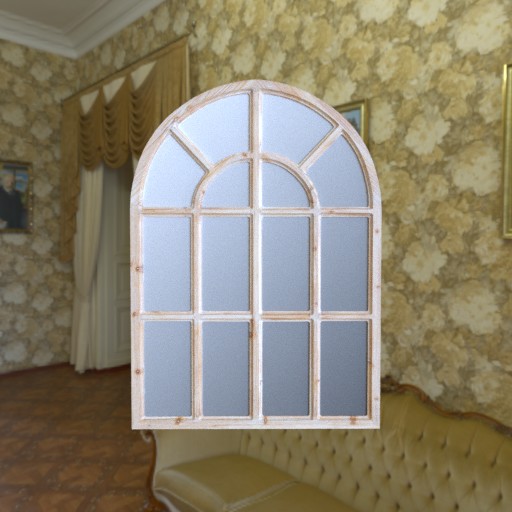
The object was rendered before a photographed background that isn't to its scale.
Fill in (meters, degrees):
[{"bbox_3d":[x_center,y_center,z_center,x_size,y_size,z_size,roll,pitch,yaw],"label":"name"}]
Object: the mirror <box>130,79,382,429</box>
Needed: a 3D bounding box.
[{"bbox_3d":[0.000,0.000,1.183,0.660,0.920,0.032,0,2,0],"label":"mirror"}]
